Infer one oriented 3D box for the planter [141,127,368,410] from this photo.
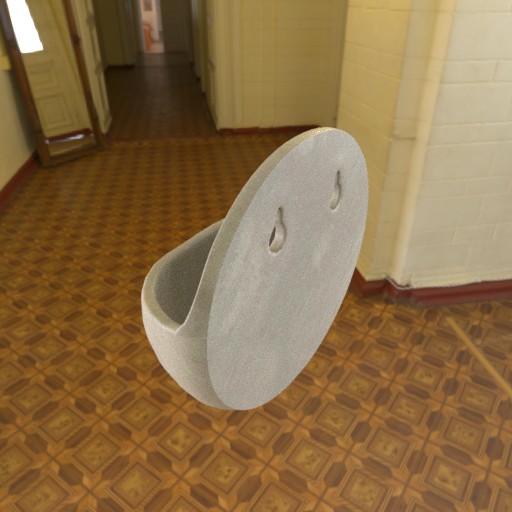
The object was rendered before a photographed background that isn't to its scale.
[{"bbox_3d":[0.000,0.000,0.278,0.073,0.164,0.190,20,36,30],"label":"planter"}]
